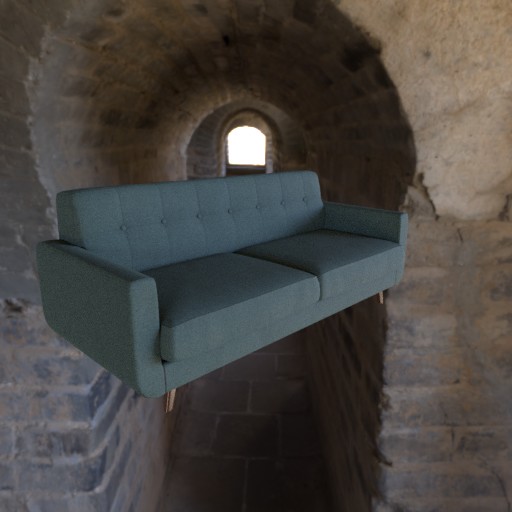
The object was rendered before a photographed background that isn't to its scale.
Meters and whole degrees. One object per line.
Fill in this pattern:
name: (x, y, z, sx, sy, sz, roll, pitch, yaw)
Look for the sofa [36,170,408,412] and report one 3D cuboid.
sofa: (0.000, 0.000, 2.489, 0.909, 0.841, 2.029, 14, 21, 43)
